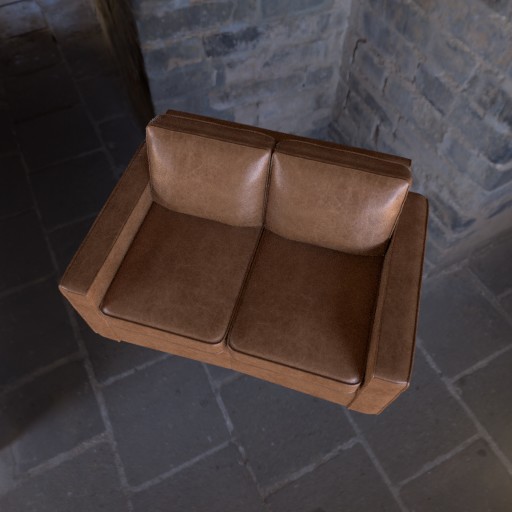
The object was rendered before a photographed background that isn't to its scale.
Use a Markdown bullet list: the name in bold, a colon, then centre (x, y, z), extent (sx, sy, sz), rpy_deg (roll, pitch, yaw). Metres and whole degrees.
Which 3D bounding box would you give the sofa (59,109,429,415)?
- **sofa**: centre (0.000, 0.000, 2.170), extent (1.532, 0.896, 1.020), rpy_deg (14, 60, 8)
